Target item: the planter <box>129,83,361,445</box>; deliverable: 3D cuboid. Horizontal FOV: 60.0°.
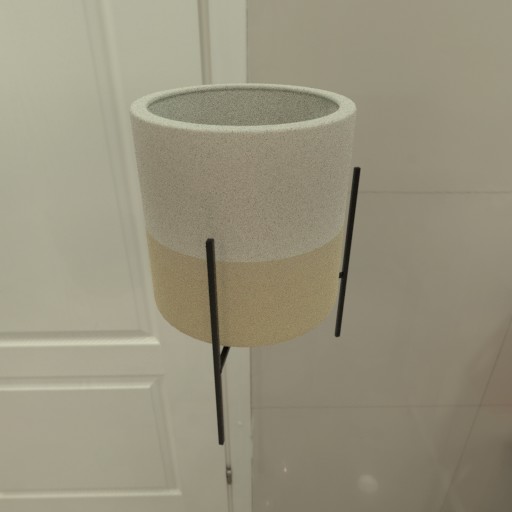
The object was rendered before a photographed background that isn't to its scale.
[{"bbox_3d":[0.000,0.000,0.547,0.263,0.362,0.267,0,30,-1],"label":"planter"}]
